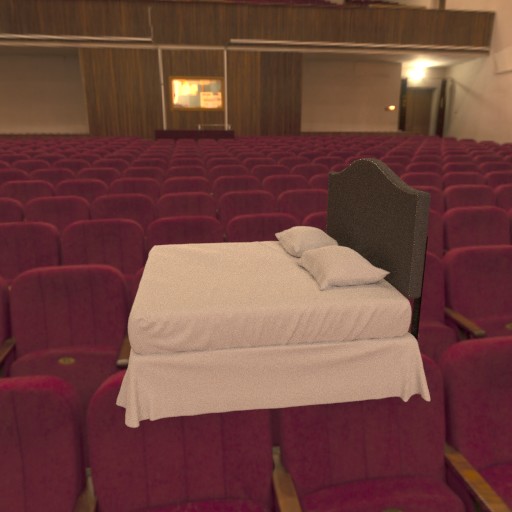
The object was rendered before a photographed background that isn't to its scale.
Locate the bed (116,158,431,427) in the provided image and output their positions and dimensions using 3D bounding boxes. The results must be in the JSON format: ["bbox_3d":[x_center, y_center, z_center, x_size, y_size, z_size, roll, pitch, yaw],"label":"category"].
[{"bbox_3d":[0.000,0.000,3.855,2.219,1.651,2.314,-2,15,-8],"label":"bed"}]
